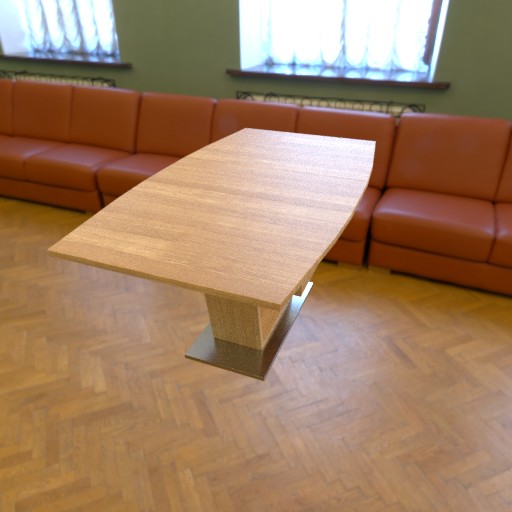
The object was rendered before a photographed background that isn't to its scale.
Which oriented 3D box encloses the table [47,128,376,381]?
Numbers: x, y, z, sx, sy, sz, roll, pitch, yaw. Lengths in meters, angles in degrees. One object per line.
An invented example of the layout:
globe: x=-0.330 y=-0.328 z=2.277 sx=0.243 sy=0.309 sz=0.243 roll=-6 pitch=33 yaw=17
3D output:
table: x=0.000 y=0.000 z=2.092 sx=0.900 sy=0.748 sz=1.598 roll=11 pitch=32 yaw=19
